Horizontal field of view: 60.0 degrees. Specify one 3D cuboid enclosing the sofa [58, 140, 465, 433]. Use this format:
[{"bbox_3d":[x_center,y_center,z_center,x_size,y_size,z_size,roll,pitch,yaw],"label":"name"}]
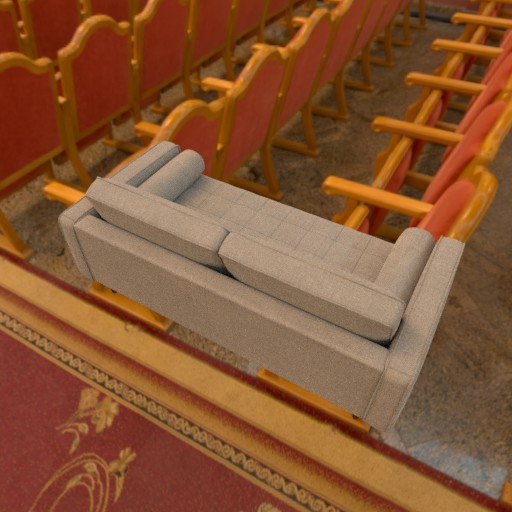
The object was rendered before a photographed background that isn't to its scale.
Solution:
[{"bbox_3d":[0.000,0.000,2.343,1.879,0.762,0.914,23,50,21],"label":"sofa"}]
